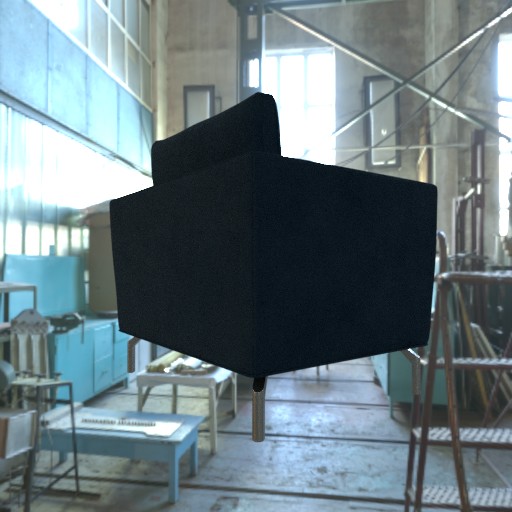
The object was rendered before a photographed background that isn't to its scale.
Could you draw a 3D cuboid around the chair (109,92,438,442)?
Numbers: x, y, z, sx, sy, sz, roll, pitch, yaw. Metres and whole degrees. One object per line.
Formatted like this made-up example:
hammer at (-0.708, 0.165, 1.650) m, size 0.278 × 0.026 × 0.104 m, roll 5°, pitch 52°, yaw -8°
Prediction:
chair at (0.000, 0.000, 1.577) m, size 0.746 × 0.893 × 0.977 m, roll 1°, pitch -1°, yaw -37°
